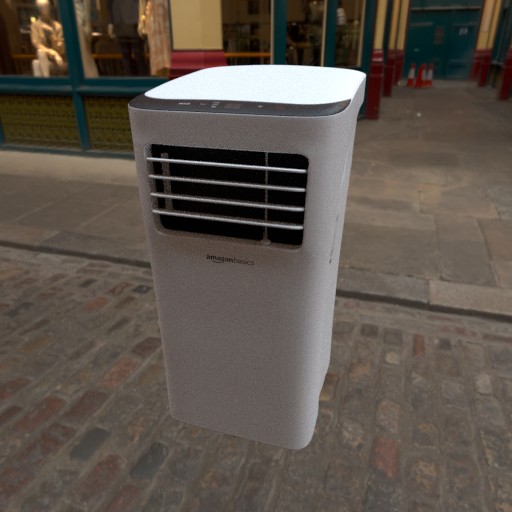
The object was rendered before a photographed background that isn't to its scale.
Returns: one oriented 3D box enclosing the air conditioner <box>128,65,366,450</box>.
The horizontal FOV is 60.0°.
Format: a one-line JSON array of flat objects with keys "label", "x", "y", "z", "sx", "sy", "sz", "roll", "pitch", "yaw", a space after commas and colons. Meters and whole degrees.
[{"label": "air conditioner", "x": 0.000, "y": 0.000, "z": 0.921, "sx": 0.352, "sy": 0.716, "sz": 0.369, "roll": 8, "pitch": 27, "yaw": 16}]
